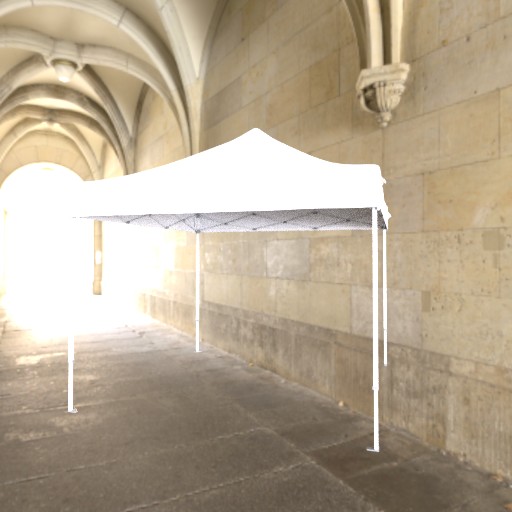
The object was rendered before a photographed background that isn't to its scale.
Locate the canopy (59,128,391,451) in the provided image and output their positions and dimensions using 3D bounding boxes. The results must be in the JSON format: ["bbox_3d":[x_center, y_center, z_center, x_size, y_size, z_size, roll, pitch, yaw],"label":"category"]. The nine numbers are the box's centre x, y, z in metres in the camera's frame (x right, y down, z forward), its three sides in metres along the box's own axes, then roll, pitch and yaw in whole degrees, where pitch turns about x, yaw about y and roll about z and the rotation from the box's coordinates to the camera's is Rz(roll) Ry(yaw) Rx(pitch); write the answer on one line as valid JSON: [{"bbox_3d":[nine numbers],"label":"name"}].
[{"bbox_3d":[0.000,0.000,5.204,2.996,2.998,2.994,0,0,18],"label":"canopy"}]
